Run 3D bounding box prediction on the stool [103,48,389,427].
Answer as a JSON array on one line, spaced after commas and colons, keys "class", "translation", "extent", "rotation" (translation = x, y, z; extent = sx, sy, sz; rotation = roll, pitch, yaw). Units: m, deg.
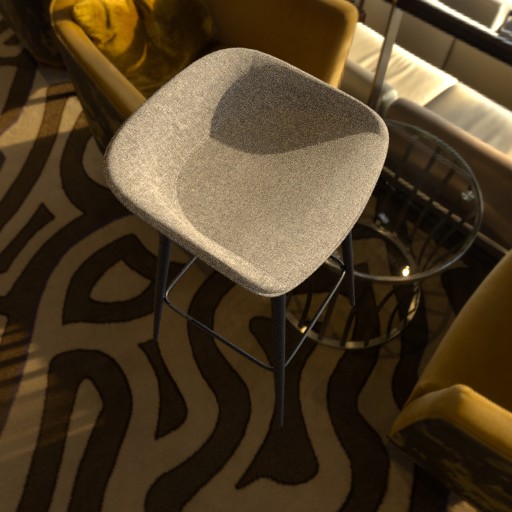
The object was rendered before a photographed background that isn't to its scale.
[{"class": "stool", "translation": [0.000, 0.000, 1.088], "extent": [0.480, 0.814, 0.469], "rotation": [30, 63, 17]}]
